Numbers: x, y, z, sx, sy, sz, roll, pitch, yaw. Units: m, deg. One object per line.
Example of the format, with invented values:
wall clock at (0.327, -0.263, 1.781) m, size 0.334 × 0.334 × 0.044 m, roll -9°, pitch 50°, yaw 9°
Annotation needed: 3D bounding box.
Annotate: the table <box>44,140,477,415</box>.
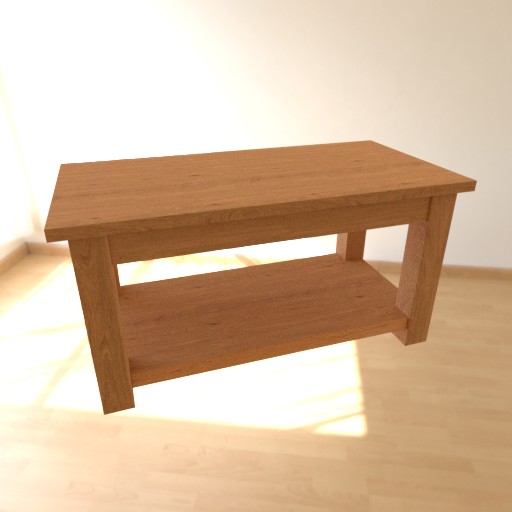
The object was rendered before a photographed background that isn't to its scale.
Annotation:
table at (0.000, 0.000, 1.163) m, size 0.899 × 0.452 × 0.450 m, roll -8°, pitch 28°, yaw -16°
